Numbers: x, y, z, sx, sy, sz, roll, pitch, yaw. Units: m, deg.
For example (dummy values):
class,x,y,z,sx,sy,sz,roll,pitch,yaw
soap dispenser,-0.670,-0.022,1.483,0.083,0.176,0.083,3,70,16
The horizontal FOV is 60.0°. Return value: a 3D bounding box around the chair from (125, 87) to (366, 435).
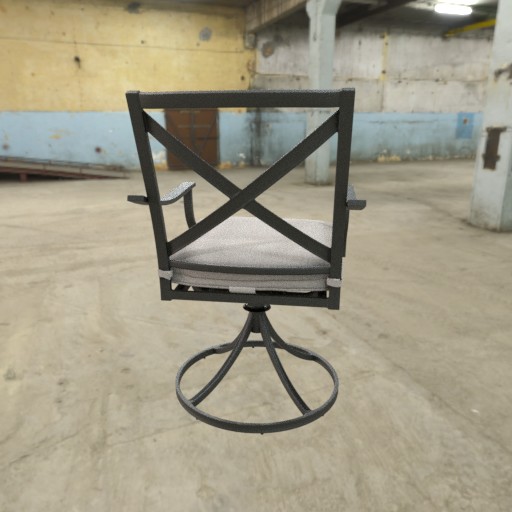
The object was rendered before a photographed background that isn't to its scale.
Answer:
class,x,y,z,sx,sy,sz,roll,pitch,yaw
chair,0.000,0.000,1.324,0.575,0.889,0.620,2,16,8
